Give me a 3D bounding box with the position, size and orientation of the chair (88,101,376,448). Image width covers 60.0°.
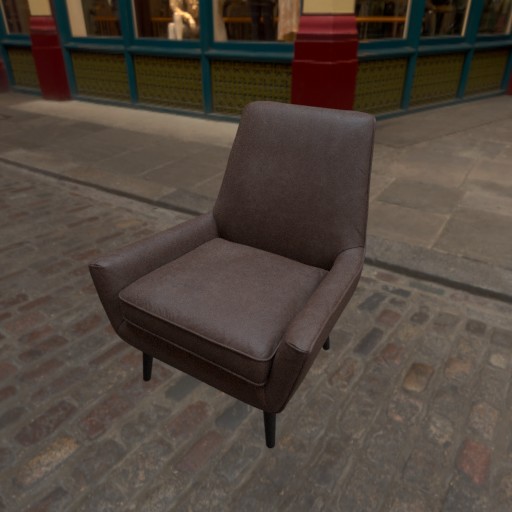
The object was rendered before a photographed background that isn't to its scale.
[{"bbox_3d":[0.000,0.000,1.530,0.787,0.888,0.824,17,34,28],"label":"chair"}]
